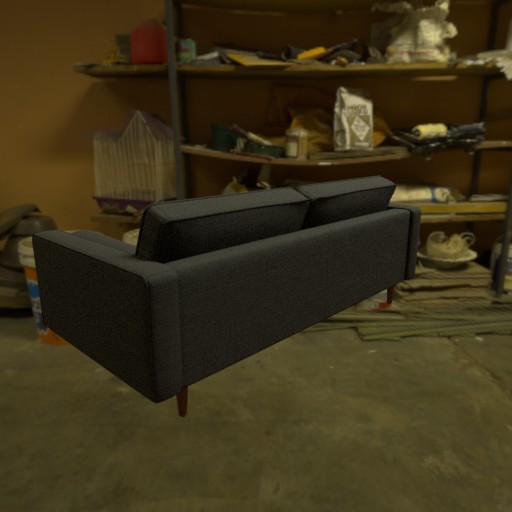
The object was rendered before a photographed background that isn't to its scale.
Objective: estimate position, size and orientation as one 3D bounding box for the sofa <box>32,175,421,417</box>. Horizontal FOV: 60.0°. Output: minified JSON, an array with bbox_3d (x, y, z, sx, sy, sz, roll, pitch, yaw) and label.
[{"bbox_3d":[0.000,0.000,2.292,0.914,0.759,1.875,14,21,42],"label":"sofa"}]
